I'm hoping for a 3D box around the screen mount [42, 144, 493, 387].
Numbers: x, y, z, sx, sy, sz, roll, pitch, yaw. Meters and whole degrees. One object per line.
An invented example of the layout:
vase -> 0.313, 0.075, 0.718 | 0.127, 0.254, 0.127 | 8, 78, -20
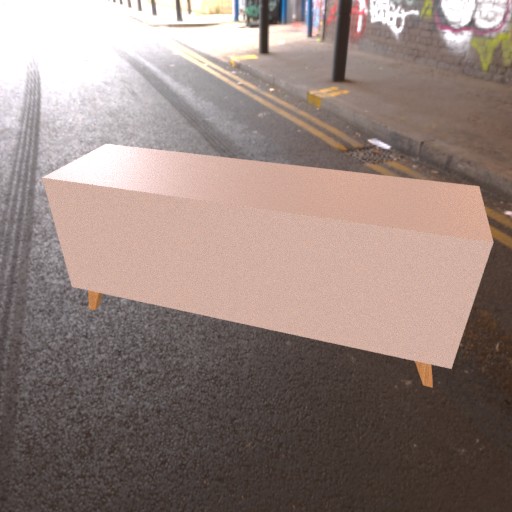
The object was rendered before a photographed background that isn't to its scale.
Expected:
screen mount -> 0.000, 0.000, 1.728 | 1.490, 0.619, 0.400 | 10, 34, 15
